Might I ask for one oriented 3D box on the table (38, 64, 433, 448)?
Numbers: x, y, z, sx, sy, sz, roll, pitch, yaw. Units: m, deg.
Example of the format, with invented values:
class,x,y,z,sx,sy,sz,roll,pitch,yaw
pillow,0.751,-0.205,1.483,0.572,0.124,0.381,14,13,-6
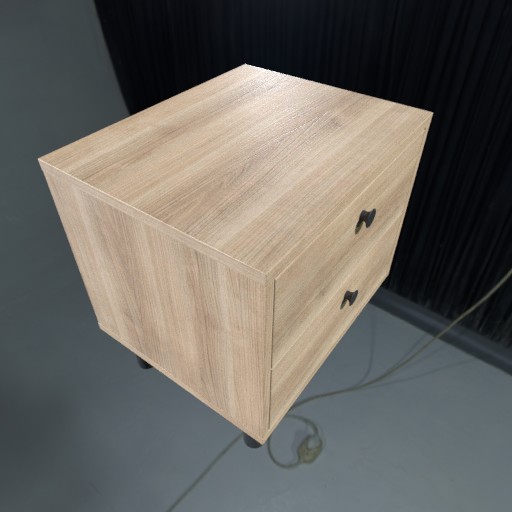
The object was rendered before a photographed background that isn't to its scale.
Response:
class,x,y,z,sx,sy,sz,roll,pitch,yaw
table,0.000,0.000,0.781,0.380,0.460,0.445,26,48,26
